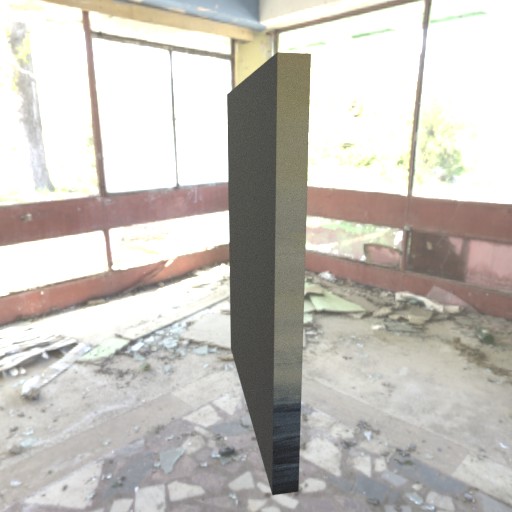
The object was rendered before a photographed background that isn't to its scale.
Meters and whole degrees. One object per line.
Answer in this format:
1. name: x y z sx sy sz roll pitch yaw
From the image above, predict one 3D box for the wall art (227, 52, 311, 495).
1. wall art: 0.000 0.000 0.818 0.040 0.608 0.489 -3 15 -10
